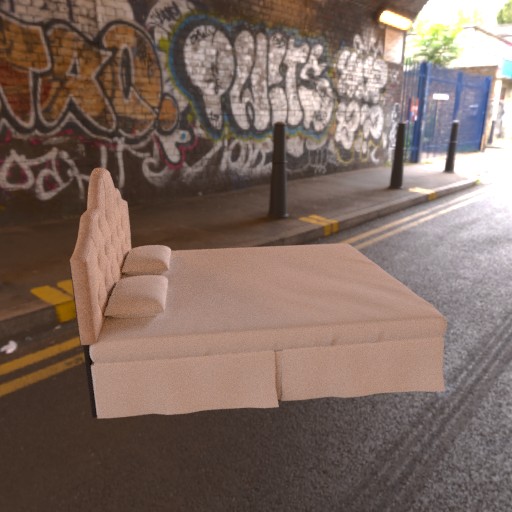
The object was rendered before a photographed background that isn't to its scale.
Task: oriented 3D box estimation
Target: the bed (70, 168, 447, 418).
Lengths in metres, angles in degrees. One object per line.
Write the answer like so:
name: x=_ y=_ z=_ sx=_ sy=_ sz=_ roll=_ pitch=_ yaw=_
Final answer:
bed: x=0.000 y=0.000 z=2.969 sx=1.970 sy=1.194 sz=1.667 roll=-3 pitch=17 yaw=-8
